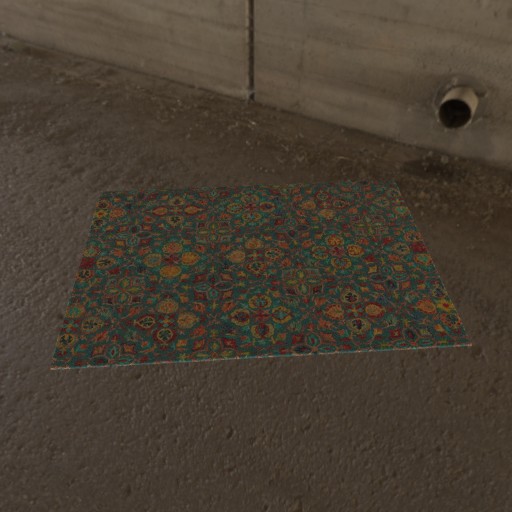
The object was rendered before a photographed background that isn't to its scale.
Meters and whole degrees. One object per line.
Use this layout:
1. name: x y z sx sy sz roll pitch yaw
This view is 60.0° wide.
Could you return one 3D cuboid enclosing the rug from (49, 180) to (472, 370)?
1. rug: 0.000 0.000 2.919 2.290 0.016 1.527 -3 46 -3
